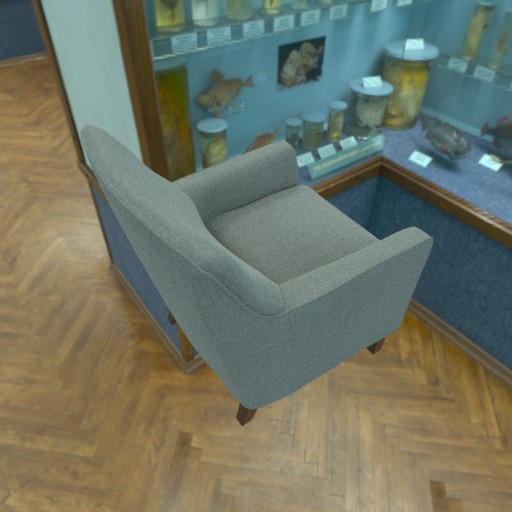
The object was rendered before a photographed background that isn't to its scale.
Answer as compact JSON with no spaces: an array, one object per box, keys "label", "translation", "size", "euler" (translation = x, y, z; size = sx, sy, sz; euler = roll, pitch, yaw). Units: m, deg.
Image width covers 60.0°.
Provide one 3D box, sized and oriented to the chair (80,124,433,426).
[{"label":"chair","translation":[0.000,0.000,1.769],"size":[0.993,1.047,0.887],"euler":[-25,48,-25]}]
